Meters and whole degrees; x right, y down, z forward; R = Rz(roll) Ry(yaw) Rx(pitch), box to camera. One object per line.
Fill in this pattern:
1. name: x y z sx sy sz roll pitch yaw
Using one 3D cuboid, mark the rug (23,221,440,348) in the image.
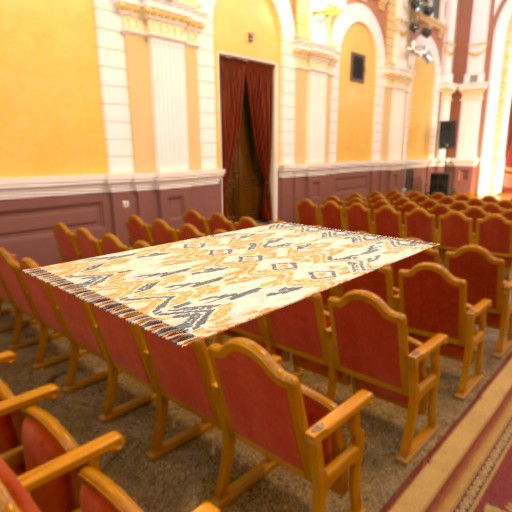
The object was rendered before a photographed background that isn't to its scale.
1. rug: 0.000 0.000 2.975 1.533 0.010 2.428 12 18 41
